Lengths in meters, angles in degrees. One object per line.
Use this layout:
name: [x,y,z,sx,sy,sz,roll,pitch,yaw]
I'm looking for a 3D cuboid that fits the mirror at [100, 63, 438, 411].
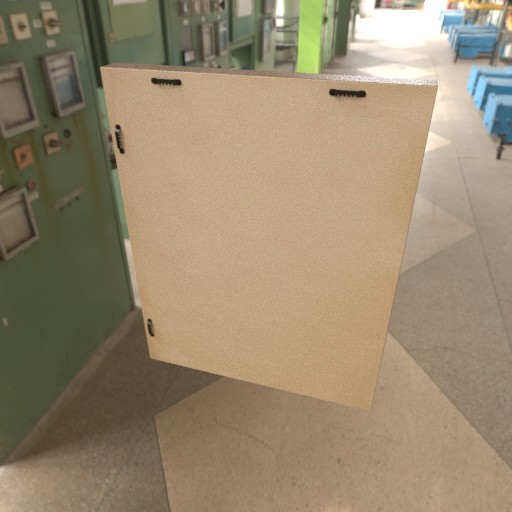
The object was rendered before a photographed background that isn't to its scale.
mirror: [0.000,0.000,0.657,0.405,0.508,0.041,9,33,15]
